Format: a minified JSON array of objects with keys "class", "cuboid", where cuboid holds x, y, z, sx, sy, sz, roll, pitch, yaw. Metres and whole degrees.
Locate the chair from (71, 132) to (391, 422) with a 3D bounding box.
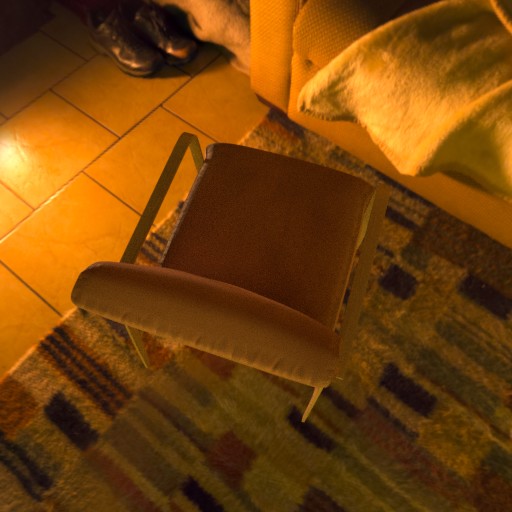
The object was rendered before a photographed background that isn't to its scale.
[{"class":"chair","cuboid":[0.000,0.000,1.463,0.701,0.823,0.848,17,65,8]}]
